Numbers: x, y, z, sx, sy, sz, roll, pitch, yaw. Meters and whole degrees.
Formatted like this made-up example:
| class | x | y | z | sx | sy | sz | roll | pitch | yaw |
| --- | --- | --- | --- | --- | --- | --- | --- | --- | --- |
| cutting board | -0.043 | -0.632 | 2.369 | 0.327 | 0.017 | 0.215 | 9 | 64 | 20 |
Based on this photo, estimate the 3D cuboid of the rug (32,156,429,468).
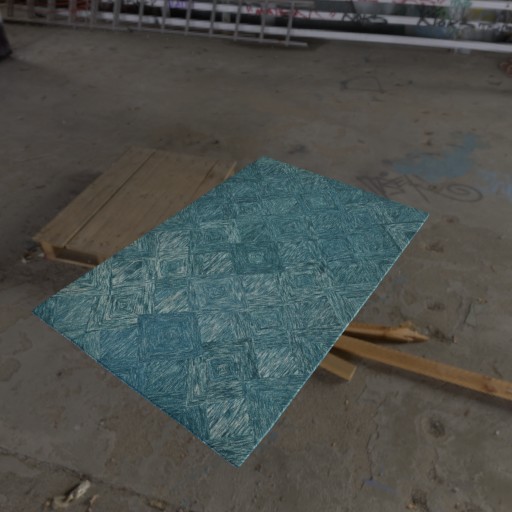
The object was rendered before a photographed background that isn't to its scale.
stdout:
| class | x | y | z | sx | sy | sz | roll | pitch | yaw |
| --- | --- | --- | --- | --- | --- | --- | --- | --- | --- |
| rug | 0.000 | 0.000 | 2.175 | 1.136 | 0.017 | 1.728 | 25 | 47 | 27 |
